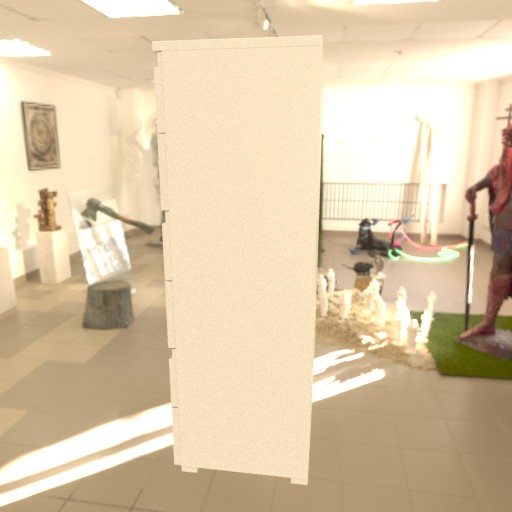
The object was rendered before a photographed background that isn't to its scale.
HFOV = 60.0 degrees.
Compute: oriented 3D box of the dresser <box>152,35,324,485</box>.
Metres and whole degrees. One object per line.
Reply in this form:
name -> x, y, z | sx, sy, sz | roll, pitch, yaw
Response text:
dresser -> 0.000, 0.000, 1.475 | 0.400, 1.190, 0.650 | 2, 14, 8
